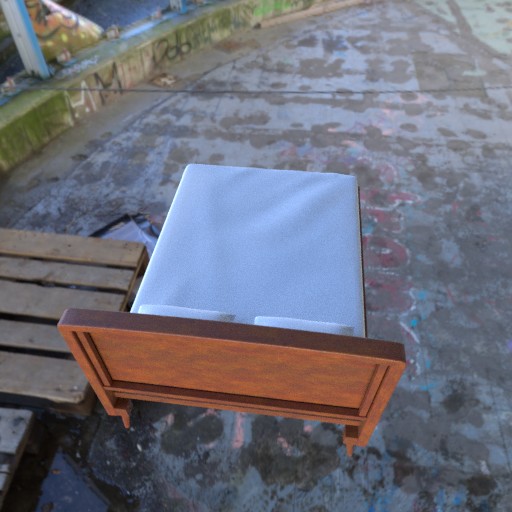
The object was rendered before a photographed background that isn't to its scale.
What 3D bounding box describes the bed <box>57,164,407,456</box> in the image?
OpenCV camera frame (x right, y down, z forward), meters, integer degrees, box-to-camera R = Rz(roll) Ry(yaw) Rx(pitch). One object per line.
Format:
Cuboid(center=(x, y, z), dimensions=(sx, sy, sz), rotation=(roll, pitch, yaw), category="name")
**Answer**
Cuboid(center=(0.000, 0.000, 3.152), dimensions=(1.587, 1.275, 2.196), rotation=(5, 48, 5), category="bed")
